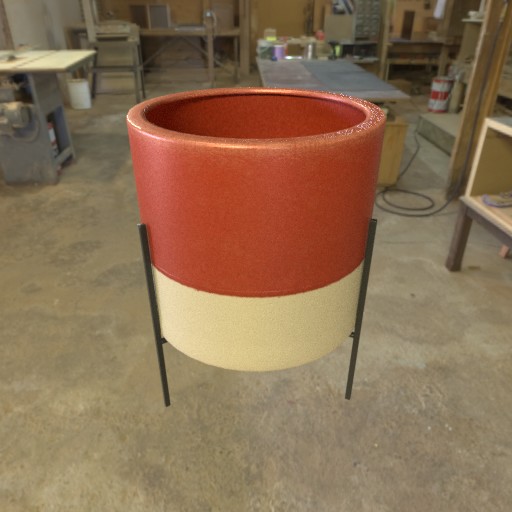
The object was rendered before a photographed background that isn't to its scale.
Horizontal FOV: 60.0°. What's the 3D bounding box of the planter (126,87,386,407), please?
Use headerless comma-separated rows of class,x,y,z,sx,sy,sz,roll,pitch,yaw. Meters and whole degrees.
planter,0.000,0.000,0.718,0.345,0.465,0.354,-1,30,-2
